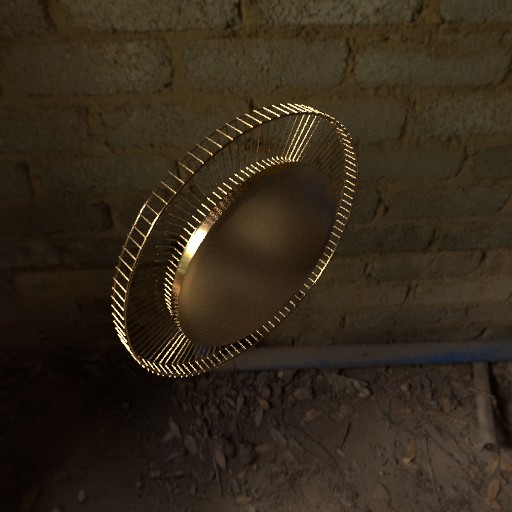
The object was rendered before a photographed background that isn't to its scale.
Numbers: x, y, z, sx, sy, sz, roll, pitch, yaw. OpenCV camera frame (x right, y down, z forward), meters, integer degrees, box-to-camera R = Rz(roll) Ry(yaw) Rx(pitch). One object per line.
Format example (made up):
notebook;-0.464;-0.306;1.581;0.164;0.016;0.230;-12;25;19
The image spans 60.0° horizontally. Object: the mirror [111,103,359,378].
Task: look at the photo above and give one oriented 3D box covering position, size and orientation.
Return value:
mirror;0.000;0.000;1.043;0.703;0.703;0.067;-33;54;-28
